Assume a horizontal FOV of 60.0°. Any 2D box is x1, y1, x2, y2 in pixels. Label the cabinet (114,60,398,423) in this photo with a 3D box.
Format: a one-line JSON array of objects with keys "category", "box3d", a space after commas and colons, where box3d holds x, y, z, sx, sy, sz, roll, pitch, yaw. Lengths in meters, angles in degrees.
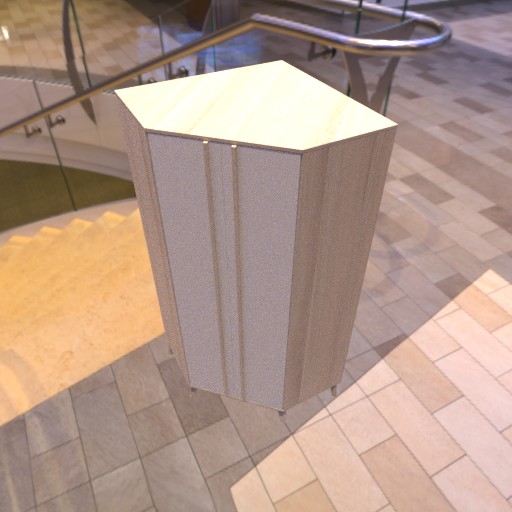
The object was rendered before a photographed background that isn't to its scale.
[{"category": "cabinet", "box3d": [0.000, 0.000, 2.654, 1.272, 1.957, 0.969, 11, 42, 12]}]
